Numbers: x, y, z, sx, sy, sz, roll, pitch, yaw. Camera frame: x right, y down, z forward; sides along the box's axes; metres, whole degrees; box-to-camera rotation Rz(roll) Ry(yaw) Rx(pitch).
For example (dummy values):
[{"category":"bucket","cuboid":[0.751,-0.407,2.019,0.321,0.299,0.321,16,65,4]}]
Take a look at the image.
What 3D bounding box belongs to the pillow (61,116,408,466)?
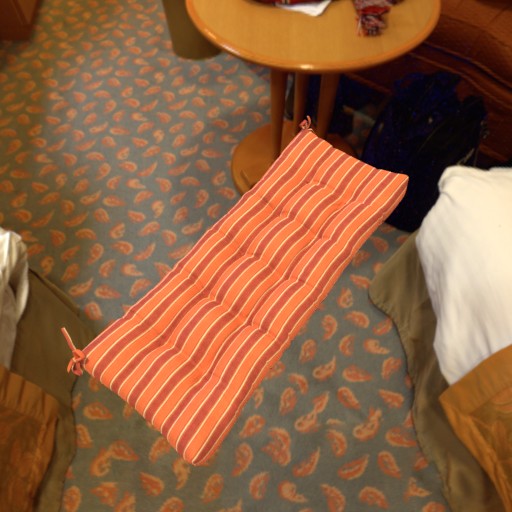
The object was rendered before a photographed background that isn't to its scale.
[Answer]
[{"category":"pillow","cuboid":[0.000,0.000,1.384,0.511,0.174,1.194,32,63,19]}]
